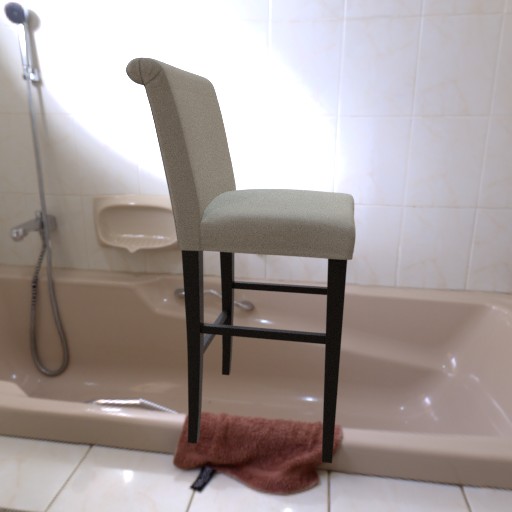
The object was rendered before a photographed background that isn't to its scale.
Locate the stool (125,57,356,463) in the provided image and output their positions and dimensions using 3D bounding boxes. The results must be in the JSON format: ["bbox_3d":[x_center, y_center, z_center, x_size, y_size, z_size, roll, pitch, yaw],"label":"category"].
[{"bbox_3d":[0.000,0.000,1.411,0.597,1.124,0.452,3,16,11],"label":"stool"}]
